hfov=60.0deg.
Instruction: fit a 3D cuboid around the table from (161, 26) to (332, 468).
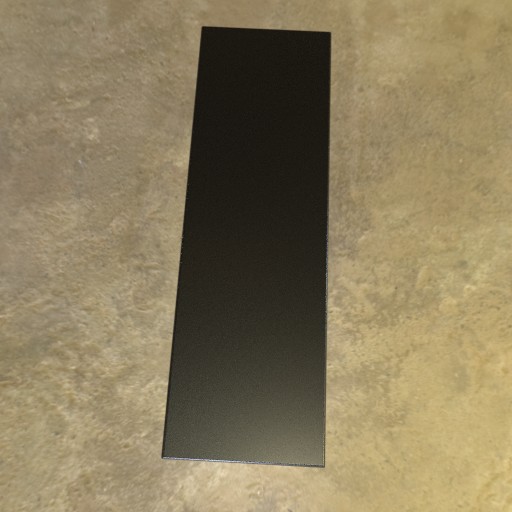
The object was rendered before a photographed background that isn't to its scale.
[{"bbox_3d":[0.000,0.000,1.566,0.386,0.819,1.191,3,77,1],"label":"table"}]
